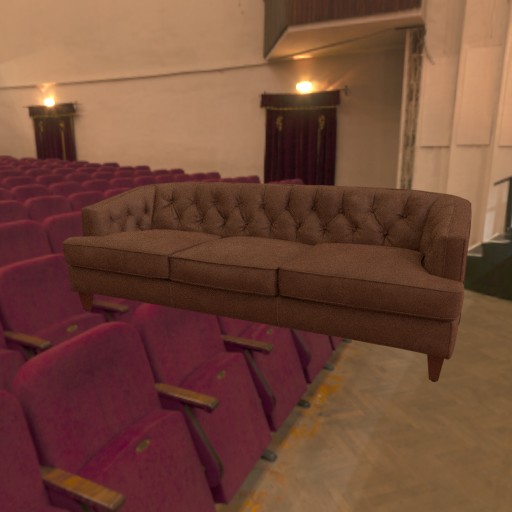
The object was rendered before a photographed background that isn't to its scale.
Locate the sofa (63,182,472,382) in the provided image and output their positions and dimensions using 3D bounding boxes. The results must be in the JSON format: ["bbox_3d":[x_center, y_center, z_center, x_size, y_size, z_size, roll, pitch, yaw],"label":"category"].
[{"bbox_3d":[0.000,0.000,2.596,2.227,0.787,0.927,6,14,25],"label":"sofa"}]
